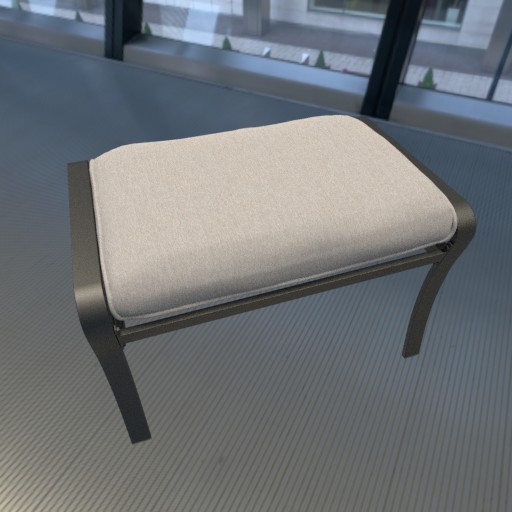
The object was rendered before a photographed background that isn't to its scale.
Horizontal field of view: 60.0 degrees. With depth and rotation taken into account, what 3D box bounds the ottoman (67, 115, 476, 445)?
[{"bbox_3d":[0.000,0.000,0.874,0.610,0.422,0.406,-13,44,-14],"label":"ottoman"}]
